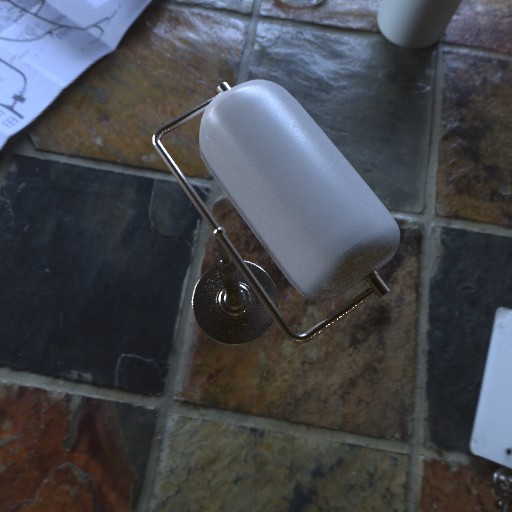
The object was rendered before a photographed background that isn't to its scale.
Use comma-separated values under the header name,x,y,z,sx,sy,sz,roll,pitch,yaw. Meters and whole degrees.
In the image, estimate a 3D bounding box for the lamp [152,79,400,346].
name,x,y,z,sx,sy,sz,roll,pitch,yaw
lamp,0.000,0.000,0.571,0.227,0.404,0.269,-33,76,-9
